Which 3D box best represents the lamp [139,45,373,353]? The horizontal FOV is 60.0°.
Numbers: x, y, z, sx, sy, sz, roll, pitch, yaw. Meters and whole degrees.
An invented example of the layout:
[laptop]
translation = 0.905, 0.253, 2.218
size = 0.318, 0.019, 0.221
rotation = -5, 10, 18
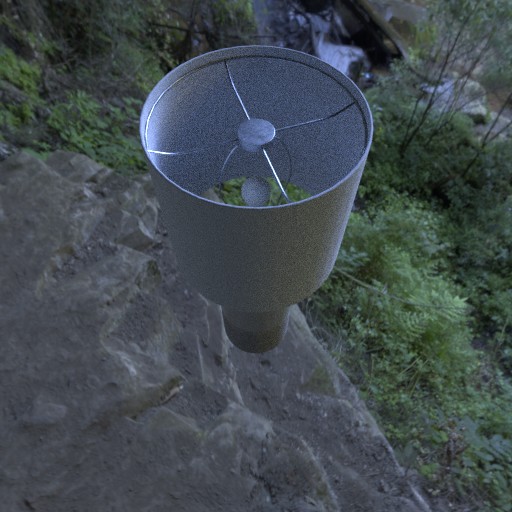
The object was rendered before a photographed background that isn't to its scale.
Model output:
[lamp]
translation = 0.000, 0.000, 0.614
size = 0.212, 0.493, 0.212
rotation = -16, 60, -10
